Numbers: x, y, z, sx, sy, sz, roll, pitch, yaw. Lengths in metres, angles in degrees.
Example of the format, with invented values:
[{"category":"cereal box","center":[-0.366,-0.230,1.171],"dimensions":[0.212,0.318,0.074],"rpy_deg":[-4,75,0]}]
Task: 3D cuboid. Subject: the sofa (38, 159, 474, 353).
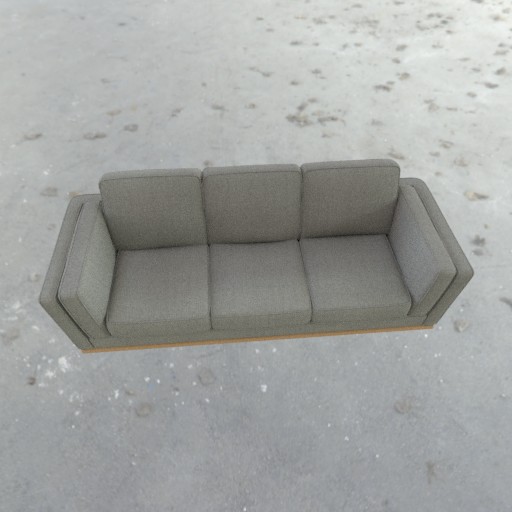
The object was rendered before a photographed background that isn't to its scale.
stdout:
[{"category":"sofa","center":[0.000,0.000,2.822],"dimensions":[2.362,0.899,0.903],"rpy_deg":[-3,47,-3]}]
